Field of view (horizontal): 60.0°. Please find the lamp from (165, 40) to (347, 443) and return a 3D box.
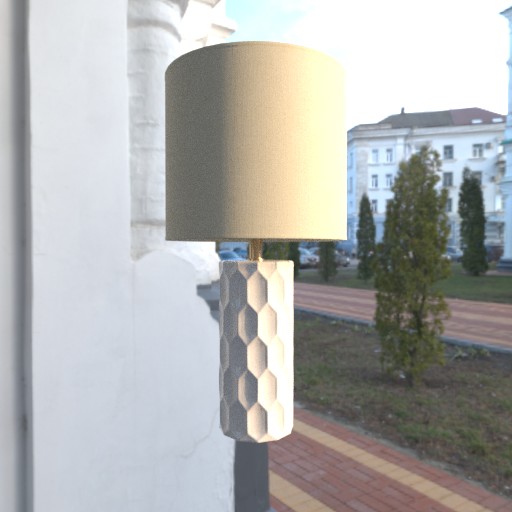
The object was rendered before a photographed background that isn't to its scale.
[{"bbox_3d":[0.000,0.000,0.689,0.277,0.537,0.277,0,1,-18],"label":"lamp"}]
